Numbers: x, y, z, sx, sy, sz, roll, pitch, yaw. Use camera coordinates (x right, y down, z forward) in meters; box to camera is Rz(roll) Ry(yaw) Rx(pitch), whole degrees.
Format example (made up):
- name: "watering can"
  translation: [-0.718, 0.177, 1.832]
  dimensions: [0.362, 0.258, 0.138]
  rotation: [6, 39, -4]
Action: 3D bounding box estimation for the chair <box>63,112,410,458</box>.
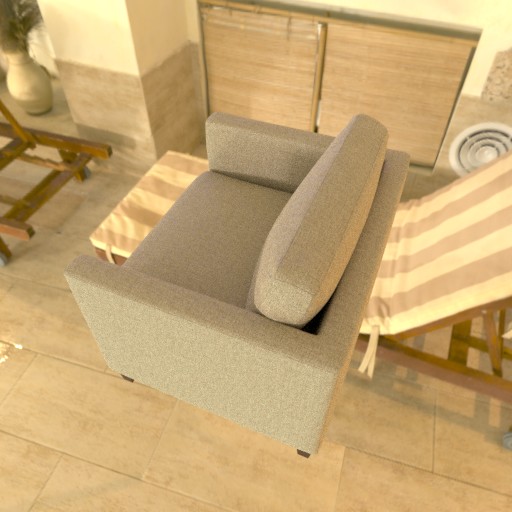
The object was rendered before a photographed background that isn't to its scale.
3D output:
- name: "chair"
  translation: [0.000, 0.000, 1.817]
  dimensions: [0.959, 0.961, 1.107]
  rotation: [17, 50, 15]
